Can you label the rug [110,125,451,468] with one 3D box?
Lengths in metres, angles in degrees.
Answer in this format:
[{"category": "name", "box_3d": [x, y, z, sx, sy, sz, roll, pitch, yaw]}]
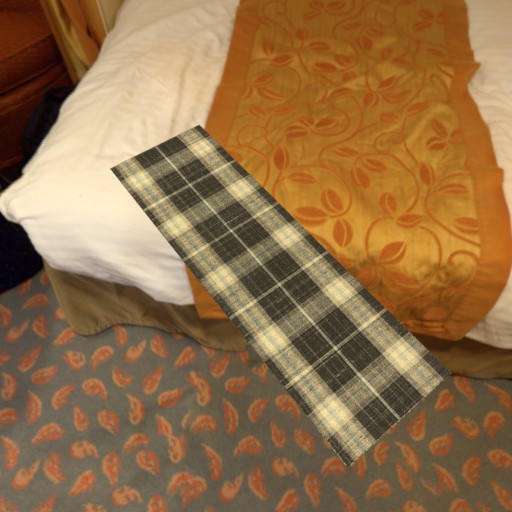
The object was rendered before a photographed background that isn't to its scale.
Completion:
[{"category": "rug", "box_3d": [0.000, 0.000, 2.750, 0.760, 0.012, 2.434, -33, 63, -19]}]
